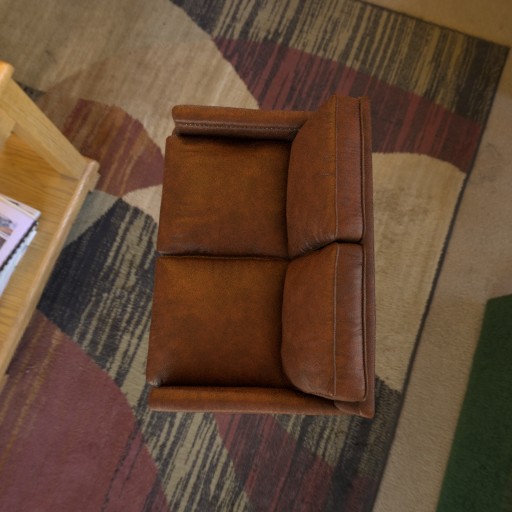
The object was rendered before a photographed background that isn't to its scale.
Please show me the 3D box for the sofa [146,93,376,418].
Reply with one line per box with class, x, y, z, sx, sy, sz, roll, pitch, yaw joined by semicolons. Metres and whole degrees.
sofa;0.000;0.000;2.364;1.083;1.003;1.628;2;78;0
